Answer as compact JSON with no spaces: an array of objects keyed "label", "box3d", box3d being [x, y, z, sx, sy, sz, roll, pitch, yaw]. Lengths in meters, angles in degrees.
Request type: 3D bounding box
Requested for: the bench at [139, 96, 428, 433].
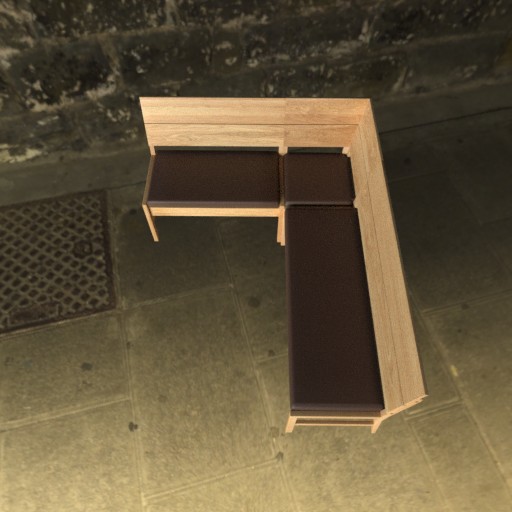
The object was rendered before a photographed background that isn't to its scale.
[{"label":"bench","box3d":[0.000,0.000,2.810,1.549,0.890,1.975,0,58,0]}]
